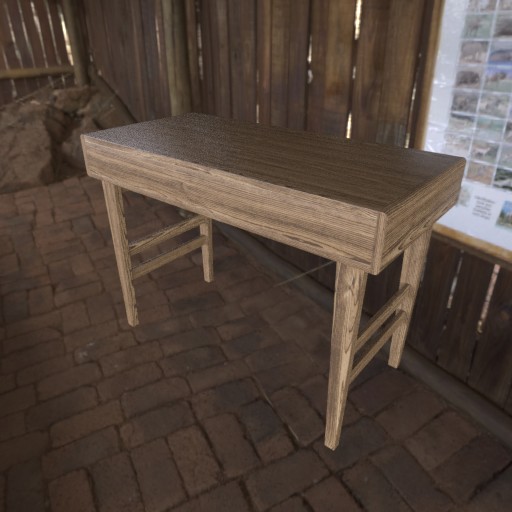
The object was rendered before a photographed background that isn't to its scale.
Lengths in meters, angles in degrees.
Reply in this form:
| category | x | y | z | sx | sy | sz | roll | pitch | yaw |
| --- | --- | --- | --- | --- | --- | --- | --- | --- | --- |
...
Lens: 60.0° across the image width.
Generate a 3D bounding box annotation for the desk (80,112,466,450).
| category | x | y | z | sx | sy | sz | roll | pitch | yaw |
| --- | --- | --- | --- | --- | --- | --- | --- | --- | --- |
| desk | 0.000 | 0.000 | 1.503 | 1.067 | 0.755 | 0.508 | 21 | 35 | 34 |
